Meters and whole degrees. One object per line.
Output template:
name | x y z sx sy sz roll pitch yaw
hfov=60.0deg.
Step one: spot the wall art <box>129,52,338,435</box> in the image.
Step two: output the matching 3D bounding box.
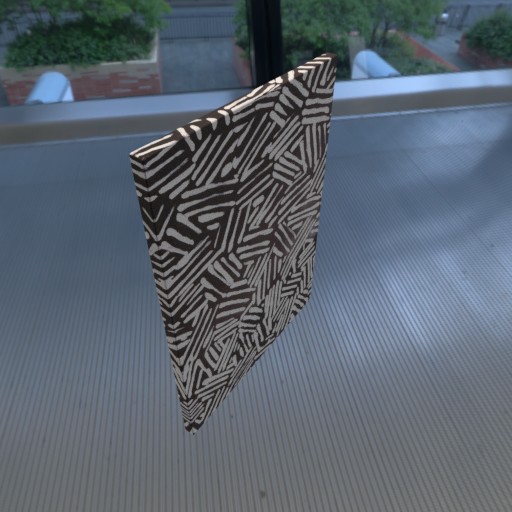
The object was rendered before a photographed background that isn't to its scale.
wall art | 0.000 0.000 1.381 0.038 1.017 0.765 25 47 26
